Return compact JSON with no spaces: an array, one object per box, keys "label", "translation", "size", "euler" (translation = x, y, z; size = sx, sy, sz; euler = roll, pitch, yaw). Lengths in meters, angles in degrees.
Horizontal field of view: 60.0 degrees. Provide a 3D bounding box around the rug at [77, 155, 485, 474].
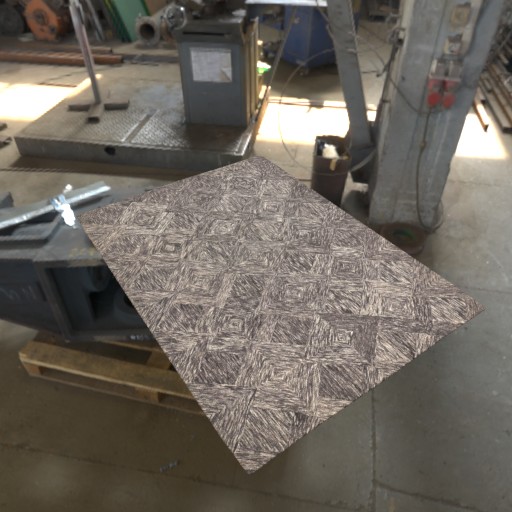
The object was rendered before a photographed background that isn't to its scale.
[{"label":"rug","translation":[0.000,0.000,5.223],"size":[2.997,0.020,4.093],"euler":[-24,46,-26]}]
